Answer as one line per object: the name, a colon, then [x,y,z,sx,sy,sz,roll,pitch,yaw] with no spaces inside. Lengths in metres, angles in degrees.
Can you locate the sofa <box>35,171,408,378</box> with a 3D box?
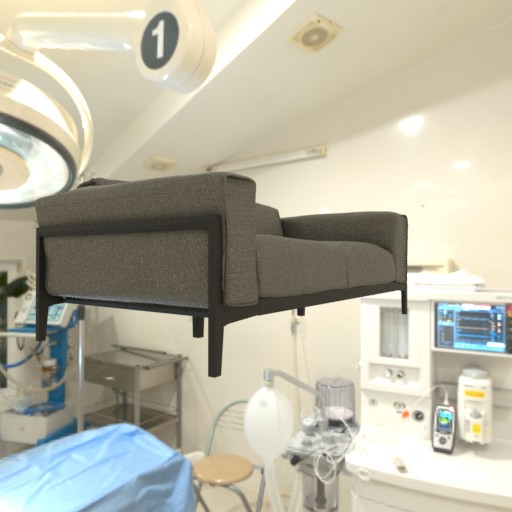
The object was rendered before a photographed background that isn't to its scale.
sofa: [0.000,0.000,2.118,0.960,0.656,1.690,0,0,36]
